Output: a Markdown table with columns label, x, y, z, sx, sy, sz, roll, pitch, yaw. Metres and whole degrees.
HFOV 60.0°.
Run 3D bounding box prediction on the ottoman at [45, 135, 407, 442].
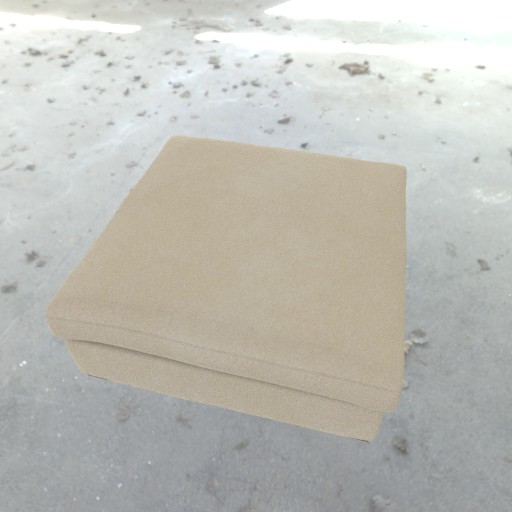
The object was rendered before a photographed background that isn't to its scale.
| label | x | y | z | sx | sy | sz | roll | pitch | yaw |
| --- | --- | --- | --- | --- | --- | --- | --- | --- | --- |
| ottoman | 0.000 | 0.000 | 1.878 | 1.190 | 0.522 | 1.205 | 10 | 46 | 10 |
